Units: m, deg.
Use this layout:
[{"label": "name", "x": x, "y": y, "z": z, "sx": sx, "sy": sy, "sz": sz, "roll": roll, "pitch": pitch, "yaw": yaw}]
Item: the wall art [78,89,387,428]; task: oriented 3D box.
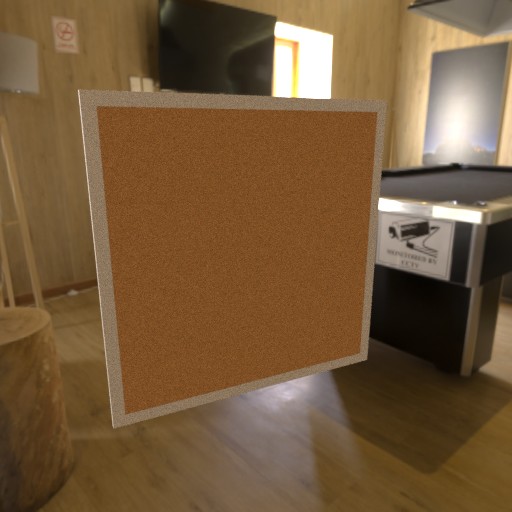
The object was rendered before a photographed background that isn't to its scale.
[{"label": "wall art", "x": 0.000, "y": 0.000, "z": 0.821, "sx": 0.558, "sy": 0.559, "sz": 0.009, "roll": -8, "pitch": 18, "yaw": -25}]
